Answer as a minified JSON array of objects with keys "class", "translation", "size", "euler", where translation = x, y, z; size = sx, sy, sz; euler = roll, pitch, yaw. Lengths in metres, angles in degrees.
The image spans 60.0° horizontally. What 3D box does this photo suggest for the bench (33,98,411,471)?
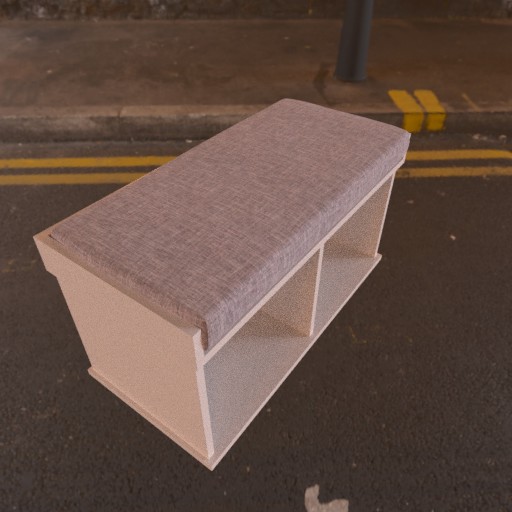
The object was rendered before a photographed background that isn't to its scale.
[{"class":"bench","translation":[0.000,0.000,0.995],"size":[0.362,0.461,0.734],"euler":[25,47,27]}]
